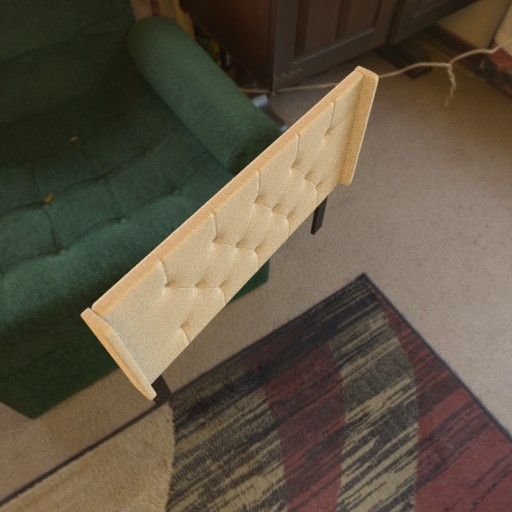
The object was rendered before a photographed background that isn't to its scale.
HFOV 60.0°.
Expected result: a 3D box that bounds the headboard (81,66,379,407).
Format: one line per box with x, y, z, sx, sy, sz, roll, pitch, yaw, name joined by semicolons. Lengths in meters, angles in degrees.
0.000;0.000;2.772;0.184;1.524;2.051;34;63;20;headboard
